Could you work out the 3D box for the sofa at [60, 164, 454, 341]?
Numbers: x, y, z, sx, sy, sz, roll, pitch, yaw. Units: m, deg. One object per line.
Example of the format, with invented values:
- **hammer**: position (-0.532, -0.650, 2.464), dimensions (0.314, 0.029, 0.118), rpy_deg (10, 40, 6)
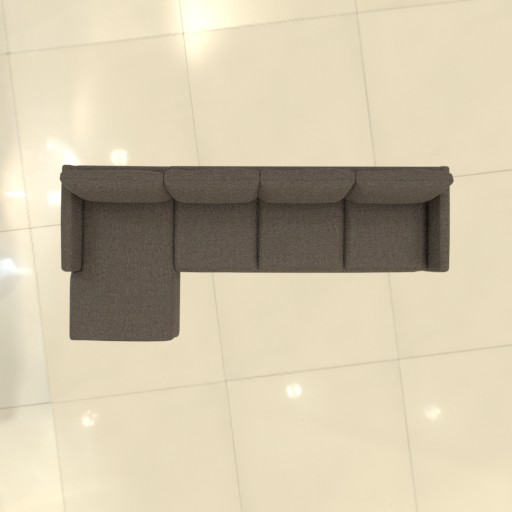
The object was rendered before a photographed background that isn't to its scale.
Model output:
- **sofa**: position (0.000, 0.000, 3.232), dimensions (2.731, 0.754, 1.258), rpy_deg (0, 90, -1)
